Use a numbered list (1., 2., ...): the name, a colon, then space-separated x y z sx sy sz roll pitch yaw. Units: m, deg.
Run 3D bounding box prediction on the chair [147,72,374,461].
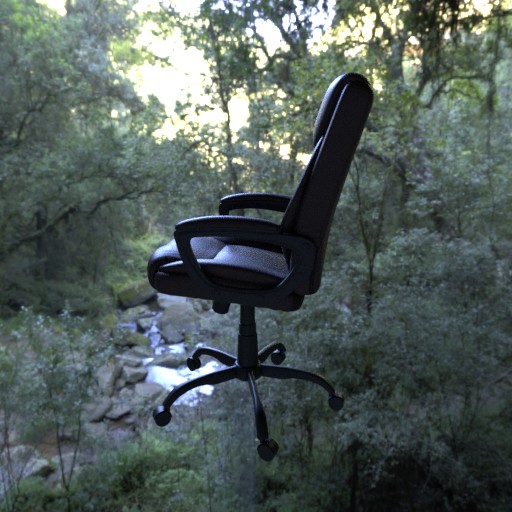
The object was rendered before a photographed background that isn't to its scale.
1. chair: 0.000 0.000 1.449 0.655 1.072 0.615 2 15 9
